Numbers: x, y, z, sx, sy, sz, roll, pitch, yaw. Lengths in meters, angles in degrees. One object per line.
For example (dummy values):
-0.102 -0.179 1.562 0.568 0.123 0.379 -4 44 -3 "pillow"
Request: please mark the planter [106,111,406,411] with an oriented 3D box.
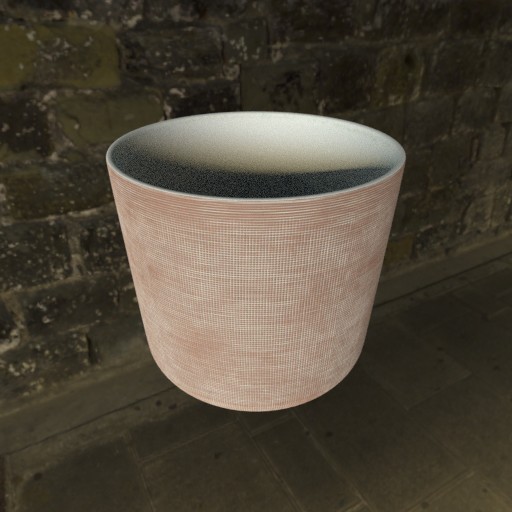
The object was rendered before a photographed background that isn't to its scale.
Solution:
0.000 0.000 0.776 0.440 0.398 0.440 0 30 0 "planter"
